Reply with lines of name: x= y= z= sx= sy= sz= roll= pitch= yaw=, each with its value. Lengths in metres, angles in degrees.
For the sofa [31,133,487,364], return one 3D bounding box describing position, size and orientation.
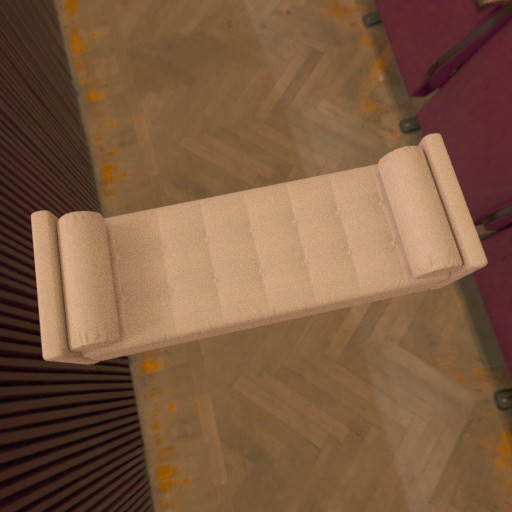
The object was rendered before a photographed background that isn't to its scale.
sofa: x=0.000 y=0.000 z=2.291 sx=1.981 sy=0.635 sz=0.686 roll=-12 pitch=75 yaw=-3
